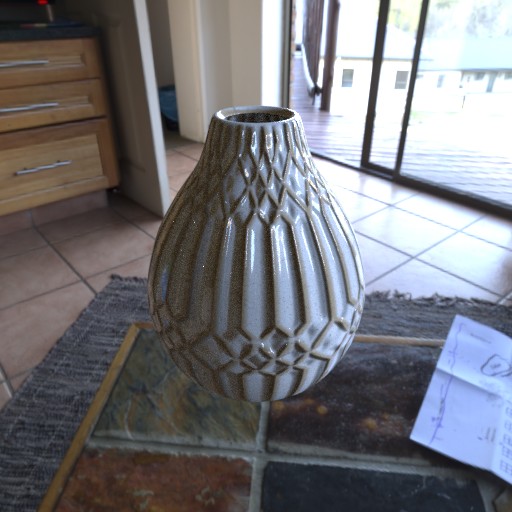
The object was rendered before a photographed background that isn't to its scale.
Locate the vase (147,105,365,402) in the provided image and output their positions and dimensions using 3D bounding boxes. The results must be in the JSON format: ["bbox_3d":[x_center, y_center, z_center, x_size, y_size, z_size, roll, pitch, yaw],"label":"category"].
[{"bbox_3d":[0.000,0.000,0.320,0.159,0.200,0.159,0,30,0],"label":"vase"}]
